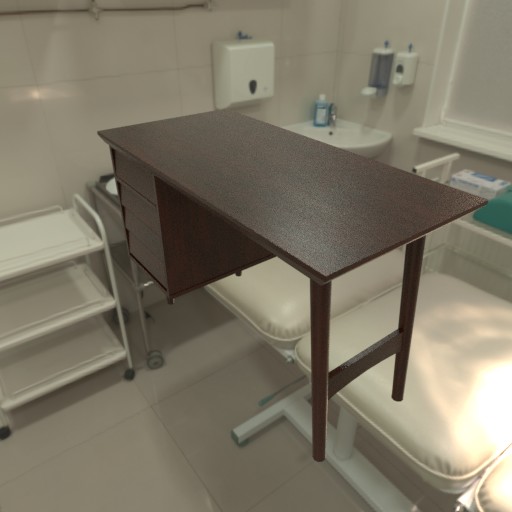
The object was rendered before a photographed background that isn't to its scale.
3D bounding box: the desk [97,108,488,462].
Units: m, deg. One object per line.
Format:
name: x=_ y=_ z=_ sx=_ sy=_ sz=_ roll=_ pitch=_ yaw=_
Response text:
desk: x=0.000 y=0.000 z=1.673 sx=0.612 sy=0.758 sz=1.277 roll=-22 pitch=38 yaw=-31
